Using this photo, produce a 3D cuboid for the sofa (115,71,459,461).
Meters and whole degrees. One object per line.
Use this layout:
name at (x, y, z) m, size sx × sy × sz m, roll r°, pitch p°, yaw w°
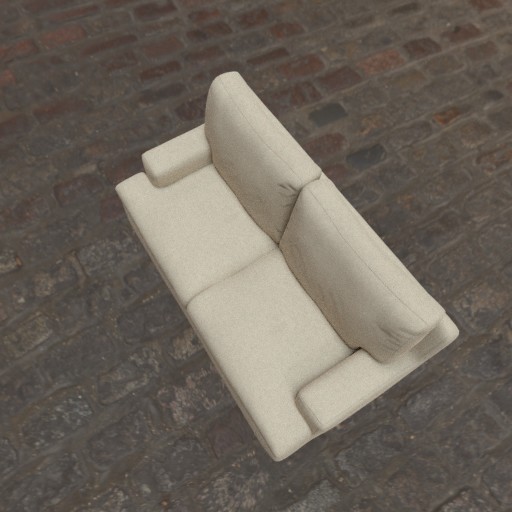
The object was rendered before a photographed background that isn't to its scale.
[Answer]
sofa at (0.000, 0.000, 2.441) m, size 0.962 × 0.967 × 1.885 m, roll -30°, pitch 67°, yaw -14°
